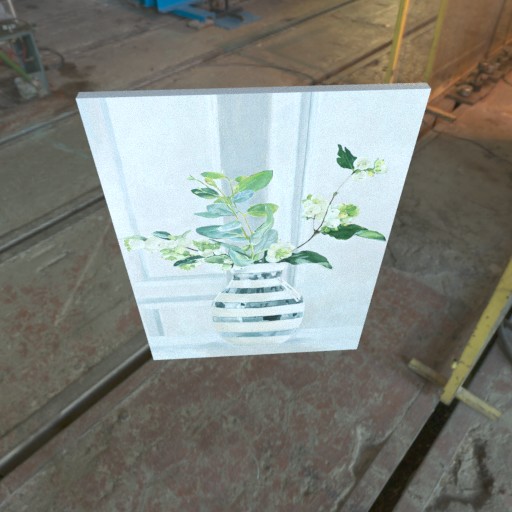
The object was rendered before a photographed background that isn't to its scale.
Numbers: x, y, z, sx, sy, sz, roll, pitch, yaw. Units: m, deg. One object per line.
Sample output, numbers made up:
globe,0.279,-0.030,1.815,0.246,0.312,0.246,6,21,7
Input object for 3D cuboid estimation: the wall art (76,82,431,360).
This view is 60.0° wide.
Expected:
wall art,0.000,0.000,1.576,0.914,1.212,0.038,-3,45,-3
